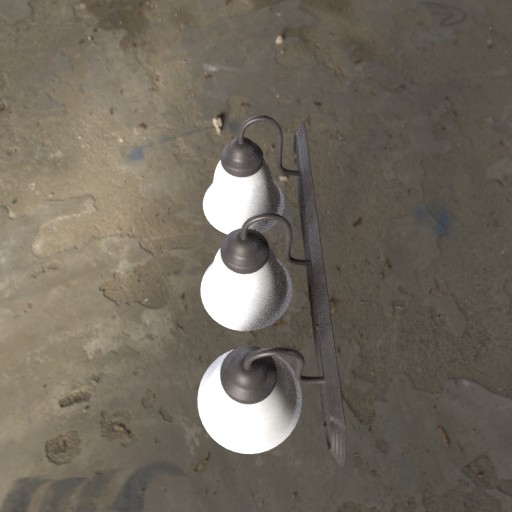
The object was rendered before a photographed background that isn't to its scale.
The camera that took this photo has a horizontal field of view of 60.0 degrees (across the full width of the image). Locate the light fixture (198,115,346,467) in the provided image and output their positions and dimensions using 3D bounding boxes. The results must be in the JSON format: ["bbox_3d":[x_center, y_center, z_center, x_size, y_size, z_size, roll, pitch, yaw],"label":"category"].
[{"bbox_3d":[0.000,0.000,0.702,0.199,0.222,0.610,-2,59,-1],"label":"light fixture"}]
